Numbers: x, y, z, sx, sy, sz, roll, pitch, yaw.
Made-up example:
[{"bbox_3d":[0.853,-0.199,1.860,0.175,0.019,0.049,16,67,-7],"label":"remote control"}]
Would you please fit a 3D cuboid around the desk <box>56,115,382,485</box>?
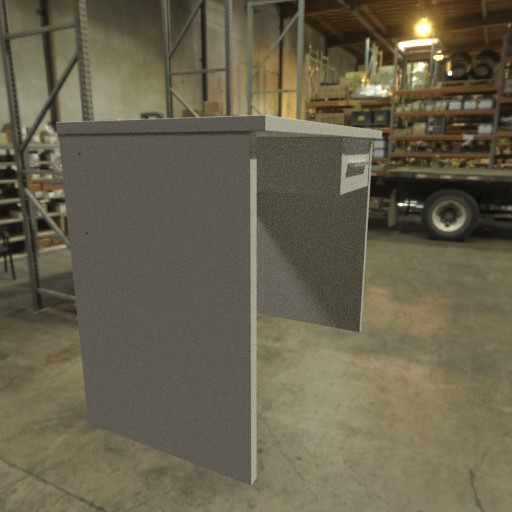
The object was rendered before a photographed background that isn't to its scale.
[{"bbox_3d":[0.000,0.000,1.311,0.498,0.729,0.900,7,16,26],"label":"desk"}]
